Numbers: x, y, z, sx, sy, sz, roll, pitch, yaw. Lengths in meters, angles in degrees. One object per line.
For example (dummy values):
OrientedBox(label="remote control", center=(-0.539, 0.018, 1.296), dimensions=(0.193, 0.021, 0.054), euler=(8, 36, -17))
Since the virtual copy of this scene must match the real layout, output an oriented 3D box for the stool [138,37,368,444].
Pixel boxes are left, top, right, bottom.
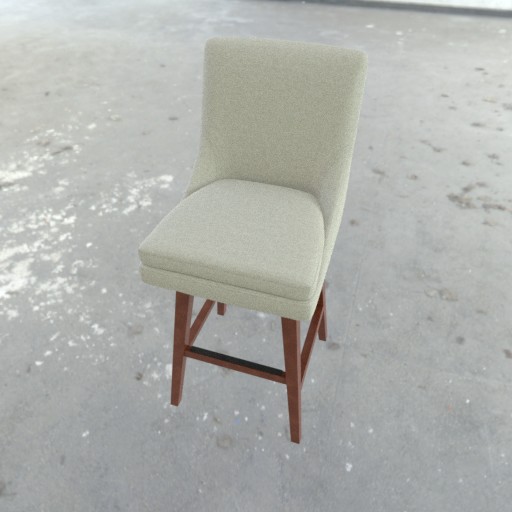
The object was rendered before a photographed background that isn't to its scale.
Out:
OrientedBox(label="stool", center=(0.000, 0.000, 1.350), dimensions=(0.470, 1.092, 0.559), euler=(12, 42, 14))
